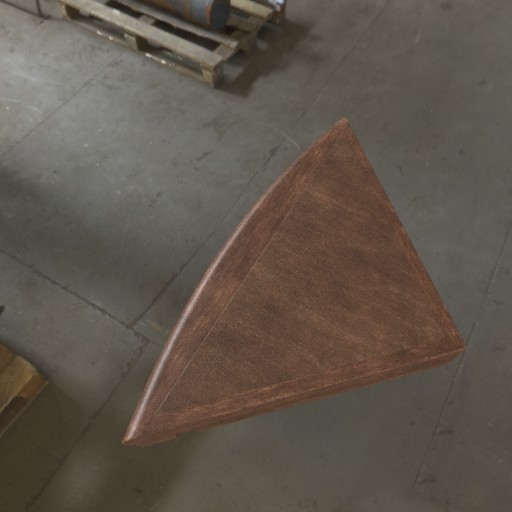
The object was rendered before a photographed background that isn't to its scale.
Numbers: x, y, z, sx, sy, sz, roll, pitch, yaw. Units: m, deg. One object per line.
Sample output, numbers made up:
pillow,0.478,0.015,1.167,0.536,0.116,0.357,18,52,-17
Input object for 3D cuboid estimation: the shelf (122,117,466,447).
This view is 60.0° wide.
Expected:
shelf,0.000,0.000,0.473,0.310,0.050,0.310,-13,61,-7
